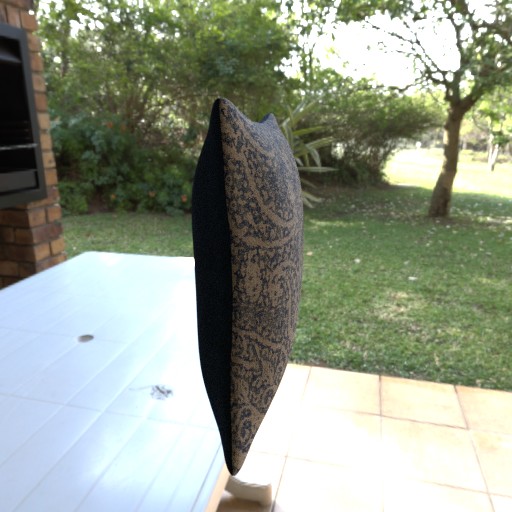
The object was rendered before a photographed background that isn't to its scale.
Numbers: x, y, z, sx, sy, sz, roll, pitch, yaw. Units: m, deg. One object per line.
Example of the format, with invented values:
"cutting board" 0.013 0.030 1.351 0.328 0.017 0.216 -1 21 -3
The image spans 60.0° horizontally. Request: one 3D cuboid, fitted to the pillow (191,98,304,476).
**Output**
"pillow" 0.000 0.000 0.803 0.166 0.510 0.523 2 16 8
